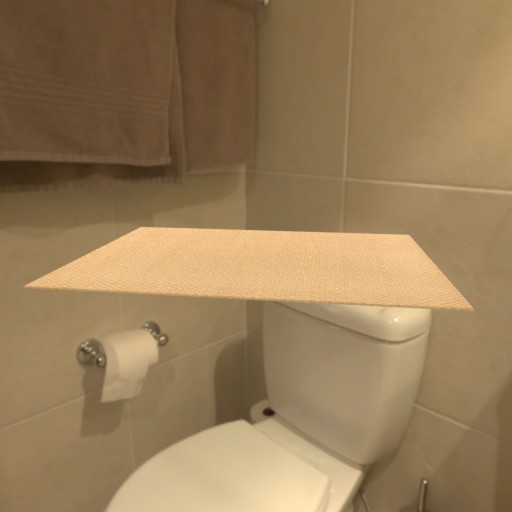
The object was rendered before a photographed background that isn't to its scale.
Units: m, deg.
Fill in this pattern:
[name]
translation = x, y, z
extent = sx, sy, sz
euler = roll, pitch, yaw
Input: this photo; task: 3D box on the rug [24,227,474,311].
[rug]
translation = 0.000, 0.000, 2.806
extent = 2.144, 0.013, 1.509
euler = 2, 15, 8
